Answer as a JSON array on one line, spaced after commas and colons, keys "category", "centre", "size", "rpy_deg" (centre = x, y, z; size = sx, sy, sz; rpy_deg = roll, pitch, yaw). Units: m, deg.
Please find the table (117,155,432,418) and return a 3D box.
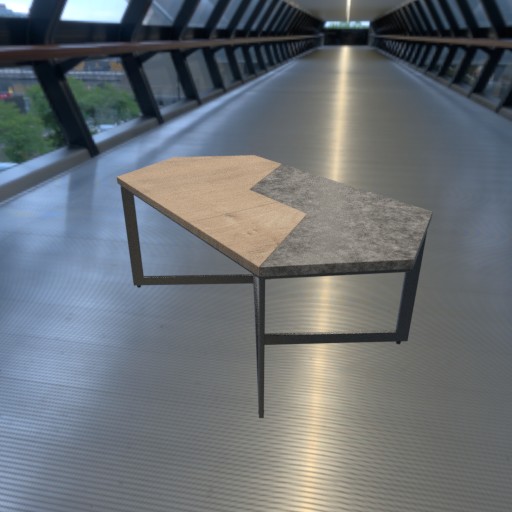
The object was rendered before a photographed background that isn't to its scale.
[{"category": "table", "centre": [0.000, 0.000, 1.531], "size": [0.609, 0.457, 1.219], "rpy_deg": [-17, 30, -31]}]
